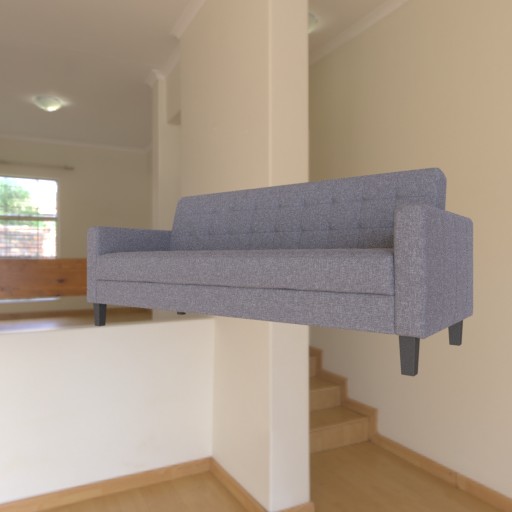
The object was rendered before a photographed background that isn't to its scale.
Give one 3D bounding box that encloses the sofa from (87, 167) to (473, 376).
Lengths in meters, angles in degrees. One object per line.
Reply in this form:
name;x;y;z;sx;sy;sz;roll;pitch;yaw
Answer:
sofa;0.000;0.000;2.417;2.040;0.850;0.810;0;0;37
